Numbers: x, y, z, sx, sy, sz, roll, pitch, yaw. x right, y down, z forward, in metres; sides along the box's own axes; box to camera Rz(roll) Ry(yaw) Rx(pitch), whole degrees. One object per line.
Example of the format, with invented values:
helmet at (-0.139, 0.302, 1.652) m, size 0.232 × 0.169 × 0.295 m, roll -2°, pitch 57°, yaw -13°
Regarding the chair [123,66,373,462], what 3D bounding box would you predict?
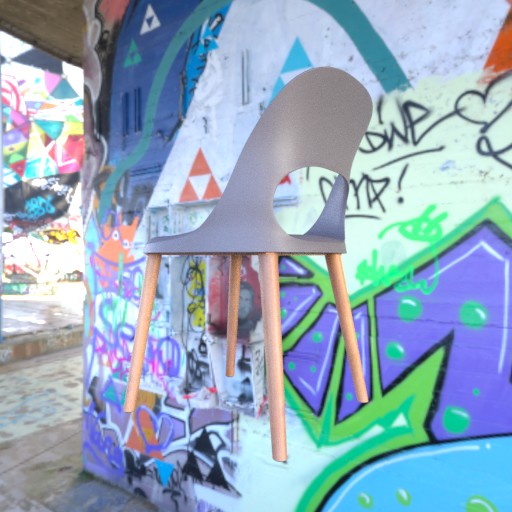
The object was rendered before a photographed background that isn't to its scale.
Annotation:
chair at (0.000, 0.000, 1.155) m, size 0.556 × 0.795 × 0.470 m, roll 0°, pitch 0°, yaw 35°
